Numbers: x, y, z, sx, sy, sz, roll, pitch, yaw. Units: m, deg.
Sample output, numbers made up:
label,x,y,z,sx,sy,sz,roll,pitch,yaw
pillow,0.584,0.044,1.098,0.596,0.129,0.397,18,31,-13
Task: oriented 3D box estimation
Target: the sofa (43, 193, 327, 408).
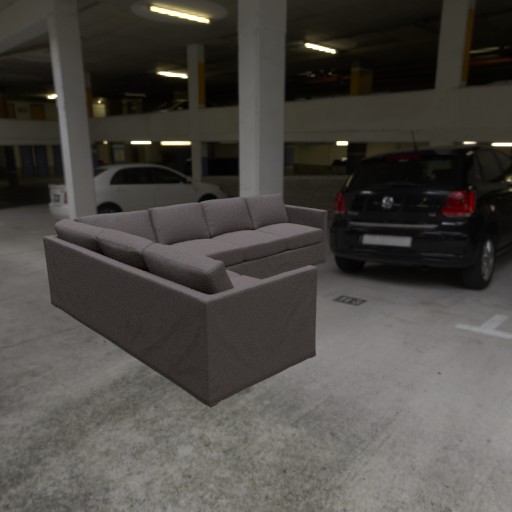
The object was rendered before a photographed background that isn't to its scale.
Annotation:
label,x,y,z,sx,sy,sz,roll,pitch,yaw
sofa,0.000,0.000,4.402,3.182,0.871,2.432,-14,20,-43
